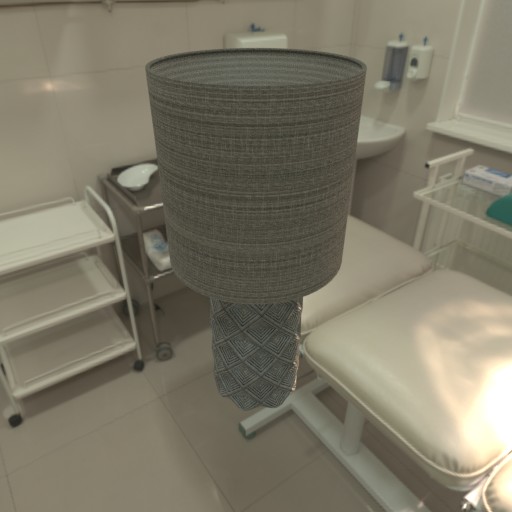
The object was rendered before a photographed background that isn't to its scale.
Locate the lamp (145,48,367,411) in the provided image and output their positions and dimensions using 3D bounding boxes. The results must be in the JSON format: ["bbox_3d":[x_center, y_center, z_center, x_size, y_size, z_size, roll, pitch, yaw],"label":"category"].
[{"bbox_3d":[0.000,0.000,0.701,0.269,0.566,0.268,-21,38,-29],"label":"lamp"}]
